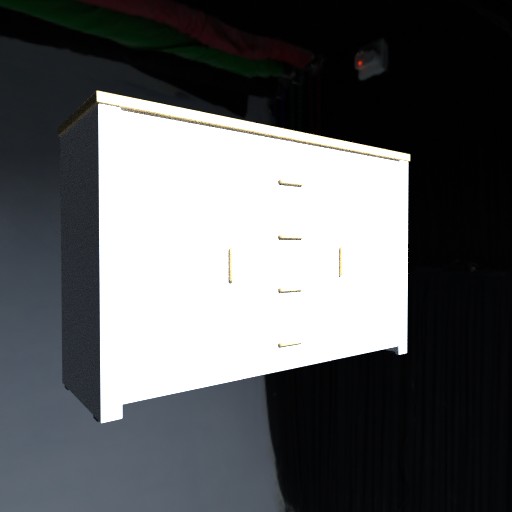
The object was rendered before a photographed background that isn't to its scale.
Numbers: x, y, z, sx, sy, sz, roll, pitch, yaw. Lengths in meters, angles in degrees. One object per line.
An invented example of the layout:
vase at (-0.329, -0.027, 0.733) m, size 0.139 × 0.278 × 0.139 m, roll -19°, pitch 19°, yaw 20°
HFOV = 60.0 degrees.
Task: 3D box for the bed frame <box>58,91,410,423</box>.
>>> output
bed frame at (0.000, 0.000, 1.673) m, size 1.300 × 0.850 × 0.430 m, roll -1°, pitch 1°, yaw -36°
